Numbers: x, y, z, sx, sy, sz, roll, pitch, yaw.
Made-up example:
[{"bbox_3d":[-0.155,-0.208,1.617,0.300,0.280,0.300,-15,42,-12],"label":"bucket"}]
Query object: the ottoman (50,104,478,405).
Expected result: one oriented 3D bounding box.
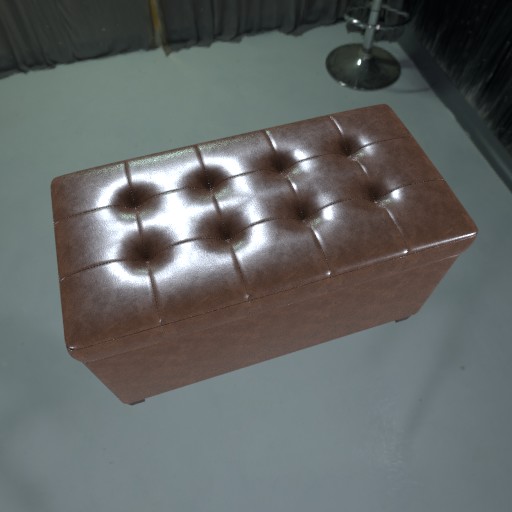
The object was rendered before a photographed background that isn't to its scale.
[{"bbox_3d":[0.000,0.000,1.118,0.838,0.470,0.432,-15,59,-9],"label":"ottoman"}]
